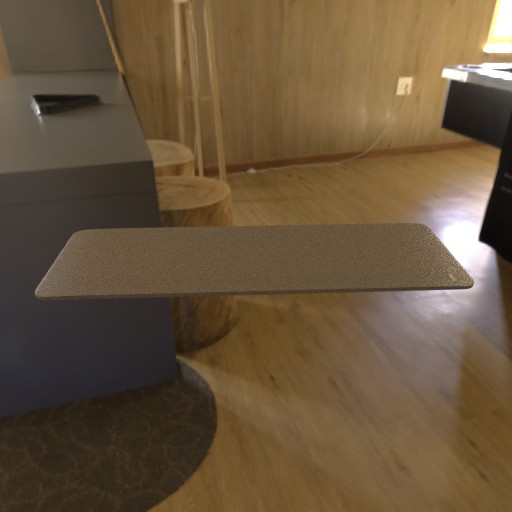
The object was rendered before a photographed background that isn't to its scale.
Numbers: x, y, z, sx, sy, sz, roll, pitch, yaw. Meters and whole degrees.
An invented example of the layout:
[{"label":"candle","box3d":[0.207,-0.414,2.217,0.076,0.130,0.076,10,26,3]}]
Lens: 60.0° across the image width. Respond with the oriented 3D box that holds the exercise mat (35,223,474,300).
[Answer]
[{"label":"exercise mat","box3d":[0.000,0.000,2.114,1.884,0.021,0.616,-1,30,-2]}]
